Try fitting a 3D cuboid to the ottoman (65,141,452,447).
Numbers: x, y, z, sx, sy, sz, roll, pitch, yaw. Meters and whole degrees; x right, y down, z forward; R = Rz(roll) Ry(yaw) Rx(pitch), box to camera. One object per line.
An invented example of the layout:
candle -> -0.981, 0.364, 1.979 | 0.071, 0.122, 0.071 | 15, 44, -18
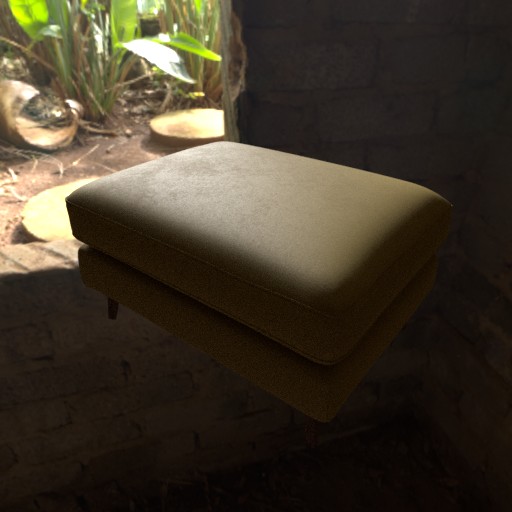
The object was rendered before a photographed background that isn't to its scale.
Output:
ottoman -> 0.000, 0.000, 1.171 | 0.811, 0.449, 0.608 | 22, 37, 32
